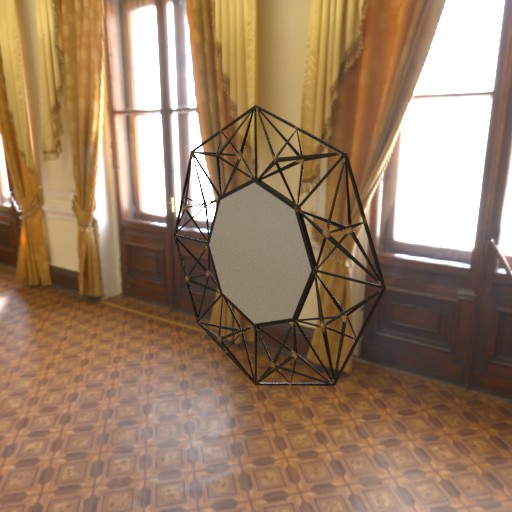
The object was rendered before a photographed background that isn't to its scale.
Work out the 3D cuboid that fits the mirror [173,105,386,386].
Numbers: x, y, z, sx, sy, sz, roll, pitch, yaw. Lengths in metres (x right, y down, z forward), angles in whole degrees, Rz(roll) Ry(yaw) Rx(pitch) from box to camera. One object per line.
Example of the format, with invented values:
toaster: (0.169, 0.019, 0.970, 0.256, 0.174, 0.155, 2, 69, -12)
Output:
mirror: (0.000, 0.000, 1.097, 0.094, 0.710, 0.710, -13, 19, -43)
